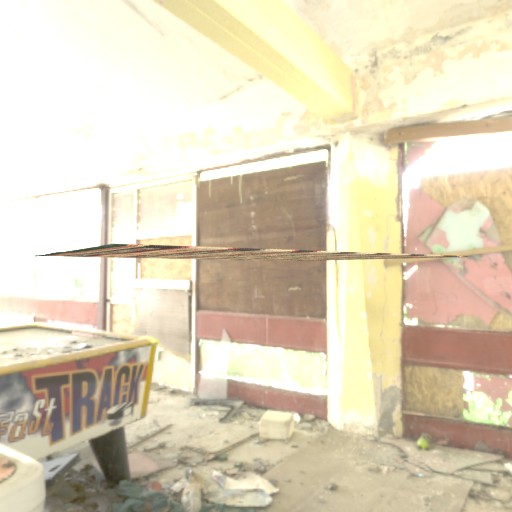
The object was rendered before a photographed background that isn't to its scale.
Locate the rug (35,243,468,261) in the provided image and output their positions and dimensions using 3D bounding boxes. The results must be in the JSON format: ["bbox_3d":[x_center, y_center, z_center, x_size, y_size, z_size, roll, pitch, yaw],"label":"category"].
[{"bbox_3d":[0.000,0.000,2.823,2.311,0.010,1.522,1,-2,-36],"label":"rug"}]
